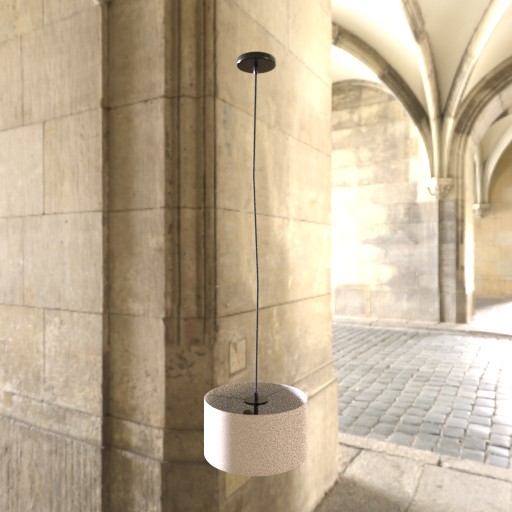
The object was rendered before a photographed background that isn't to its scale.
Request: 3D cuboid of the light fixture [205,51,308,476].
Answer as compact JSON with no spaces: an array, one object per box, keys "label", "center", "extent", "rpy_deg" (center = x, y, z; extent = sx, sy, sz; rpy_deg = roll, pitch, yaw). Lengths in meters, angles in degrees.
[{"label":"light fixture","center":[0.000,0.000,1.722],"extent":[0.399,1.516,0.399],"rpy_deg":[0,0,0]}]
